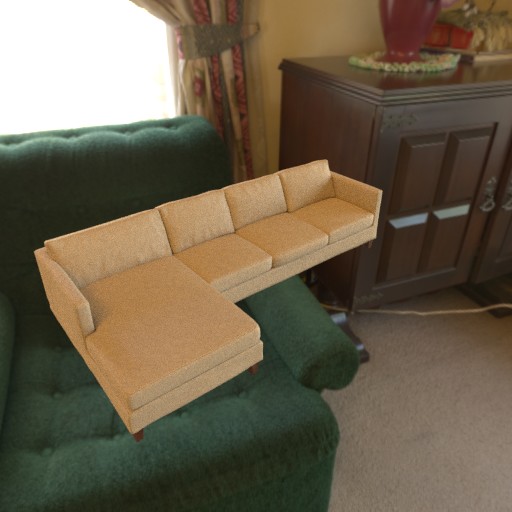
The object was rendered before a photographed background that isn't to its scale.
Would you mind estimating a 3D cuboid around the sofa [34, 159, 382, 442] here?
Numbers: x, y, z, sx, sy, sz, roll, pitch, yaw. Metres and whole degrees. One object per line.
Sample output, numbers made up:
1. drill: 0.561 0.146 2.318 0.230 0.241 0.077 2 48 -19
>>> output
1. sofa: 0.000 0.000 3.905 3.186 0.846 1.625 -22 37 -33
